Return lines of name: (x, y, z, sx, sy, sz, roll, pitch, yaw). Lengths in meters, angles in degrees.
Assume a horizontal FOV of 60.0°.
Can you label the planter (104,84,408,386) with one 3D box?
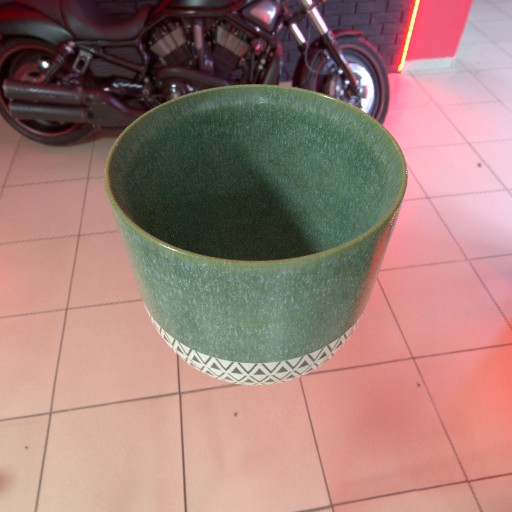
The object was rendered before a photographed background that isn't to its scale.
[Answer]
planter: (0.000, 0.000, 0.495, 0.266, 0.270, 0.266, 0, 47, 0)
